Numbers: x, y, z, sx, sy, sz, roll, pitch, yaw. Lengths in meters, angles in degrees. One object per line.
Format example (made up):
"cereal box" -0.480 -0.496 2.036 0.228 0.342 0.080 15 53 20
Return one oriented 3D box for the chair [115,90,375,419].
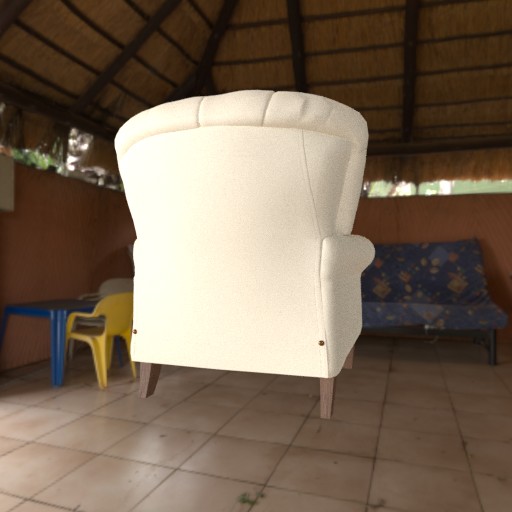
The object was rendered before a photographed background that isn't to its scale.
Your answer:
"chair" 0.000 0.000 2.032 1.035 1.169 1.132 0 0 18
